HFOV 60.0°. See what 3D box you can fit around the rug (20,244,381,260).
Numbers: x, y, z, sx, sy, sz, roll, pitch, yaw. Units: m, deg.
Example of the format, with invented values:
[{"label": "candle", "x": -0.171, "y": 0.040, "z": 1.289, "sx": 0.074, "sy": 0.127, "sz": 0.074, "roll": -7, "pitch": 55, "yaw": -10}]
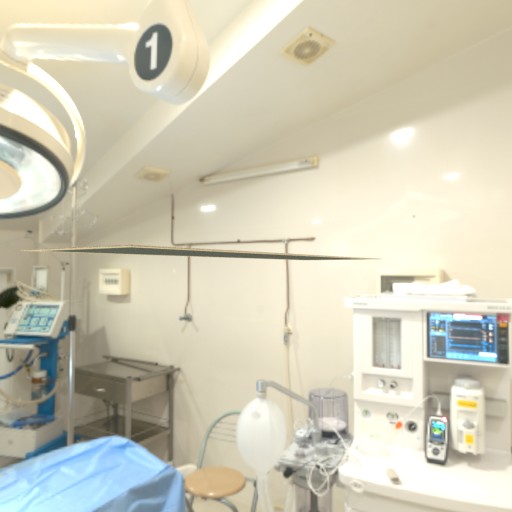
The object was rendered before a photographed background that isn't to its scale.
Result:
[{"label": "rug", "x": 0.000, "y": 0.000, "z": 2.638, "sx": 0.688, "sy": 0.005, "sz": 2.437, "roll": -1, "pitch": -2, "yaw": 35}]
